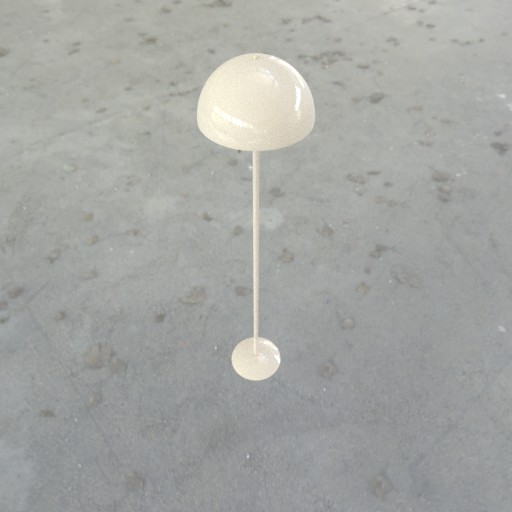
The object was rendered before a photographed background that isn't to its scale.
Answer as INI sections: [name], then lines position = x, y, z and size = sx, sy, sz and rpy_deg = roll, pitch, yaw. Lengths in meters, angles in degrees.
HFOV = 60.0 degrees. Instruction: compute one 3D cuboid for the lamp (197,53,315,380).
[lamp]
position = 0.000, 0.000, 1.654
size = 0.328, 1.480, 0.328
rpy_deg = -31, 54, -26
